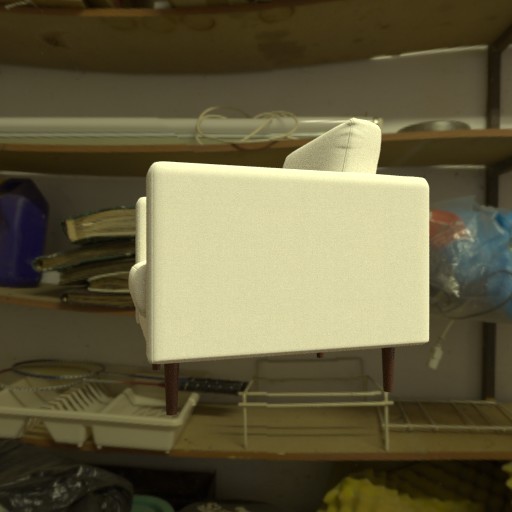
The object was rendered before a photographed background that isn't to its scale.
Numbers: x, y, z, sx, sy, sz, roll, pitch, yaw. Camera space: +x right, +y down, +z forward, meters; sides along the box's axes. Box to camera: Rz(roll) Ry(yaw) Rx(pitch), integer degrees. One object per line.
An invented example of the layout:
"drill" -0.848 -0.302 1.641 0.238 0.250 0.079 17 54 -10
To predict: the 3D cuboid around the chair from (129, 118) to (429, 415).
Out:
"chair" 0.000 0.000 1.609 0.879 0.899 0.831 0 0 -17
